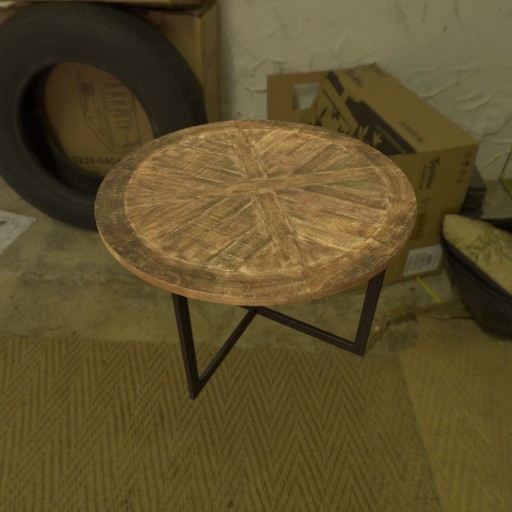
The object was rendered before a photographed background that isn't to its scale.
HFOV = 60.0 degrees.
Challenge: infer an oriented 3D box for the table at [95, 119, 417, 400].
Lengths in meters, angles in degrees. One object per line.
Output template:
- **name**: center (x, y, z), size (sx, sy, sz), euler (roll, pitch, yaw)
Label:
- **table**: center (0.000, 0.000, 2.047), size (1.264, 0.762, 1.264), euler (0, 41, 0)
